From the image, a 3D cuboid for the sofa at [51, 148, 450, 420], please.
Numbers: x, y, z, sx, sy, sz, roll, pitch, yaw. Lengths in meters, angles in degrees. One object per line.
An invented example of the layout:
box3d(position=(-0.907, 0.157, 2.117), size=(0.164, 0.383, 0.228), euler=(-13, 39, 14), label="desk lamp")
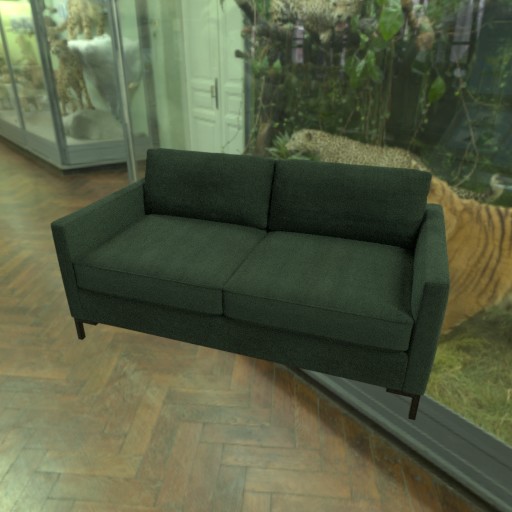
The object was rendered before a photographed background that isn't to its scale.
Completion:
box3d(position=(0.000, 0.000, 2.146), size=(1.676, 0.817, 0.875), euler=(9, 28, 17), label="sofa")
